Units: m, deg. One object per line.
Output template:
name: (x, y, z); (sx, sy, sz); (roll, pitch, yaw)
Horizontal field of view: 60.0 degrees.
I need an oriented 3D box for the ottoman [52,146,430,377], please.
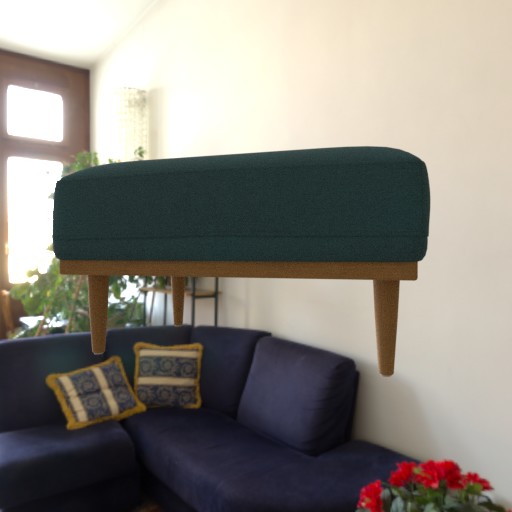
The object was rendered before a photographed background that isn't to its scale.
ottoman: (0.000, 0.000, 1.066); (0.749, 0.428, 0.549); (0, 0, 17)
